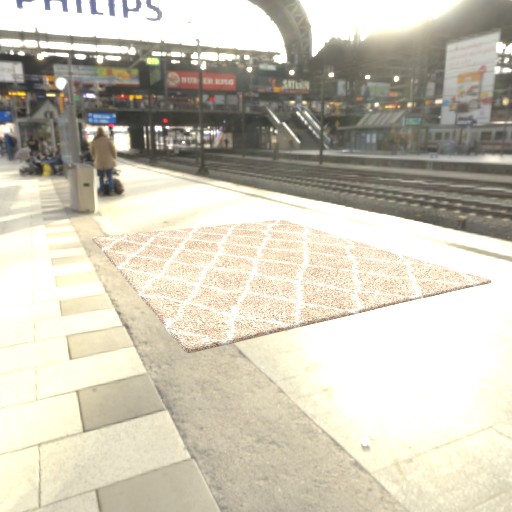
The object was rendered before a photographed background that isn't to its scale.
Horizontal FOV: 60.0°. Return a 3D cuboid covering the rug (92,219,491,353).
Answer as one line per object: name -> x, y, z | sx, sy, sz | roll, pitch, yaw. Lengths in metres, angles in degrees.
rug -> 0.000, 0.000, 4.088 | 2.438, 0.029, 3.047 | -8, 17, -27
